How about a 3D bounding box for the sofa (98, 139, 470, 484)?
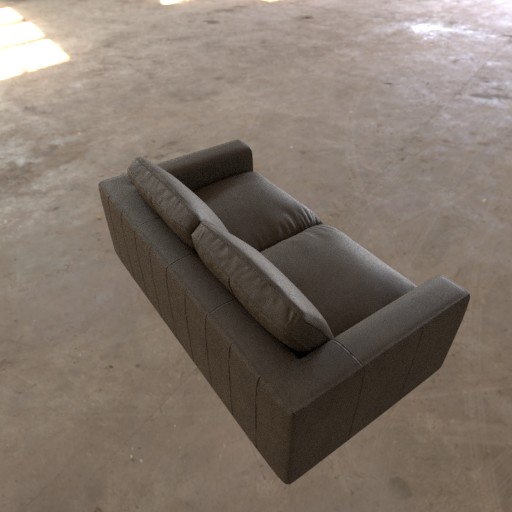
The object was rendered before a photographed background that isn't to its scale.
[{"bbox_3d":[0.000,0.000,2.448,1.070,0.800,1.920,-25,46,-26],"label":"sofa"}]
